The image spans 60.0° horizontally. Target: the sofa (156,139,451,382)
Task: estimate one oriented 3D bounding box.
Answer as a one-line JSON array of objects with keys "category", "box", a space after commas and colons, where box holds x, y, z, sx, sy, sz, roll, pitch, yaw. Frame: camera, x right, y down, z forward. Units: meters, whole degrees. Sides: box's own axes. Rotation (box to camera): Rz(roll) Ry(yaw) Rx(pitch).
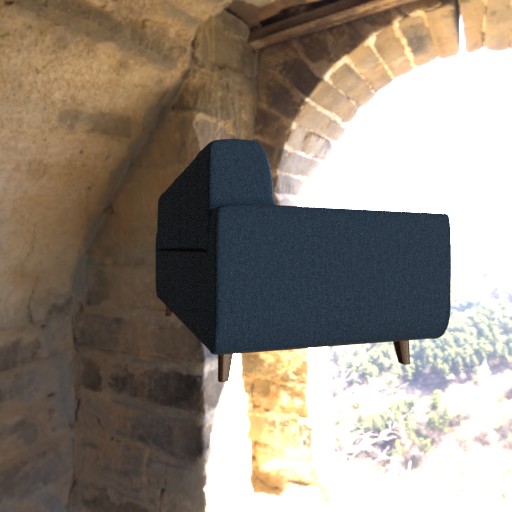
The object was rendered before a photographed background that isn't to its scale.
[{"category": "sofa", "box": [0.000, 0.000, 2.526, 0.942, 0.884, 2.055, 0, 1, -18]}]
